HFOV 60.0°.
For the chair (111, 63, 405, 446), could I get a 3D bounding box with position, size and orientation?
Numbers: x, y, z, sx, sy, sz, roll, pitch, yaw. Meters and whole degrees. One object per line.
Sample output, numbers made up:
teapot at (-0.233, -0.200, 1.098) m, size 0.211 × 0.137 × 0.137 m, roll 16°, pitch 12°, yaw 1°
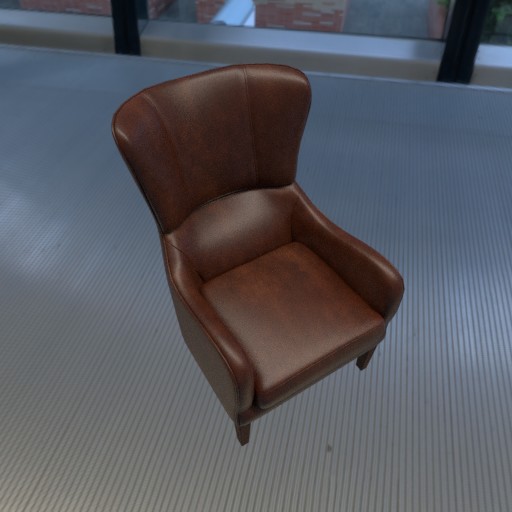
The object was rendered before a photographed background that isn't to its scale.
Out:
chair at (0.000, 0.000, 1.635) m, size 0.692 × 1.048 × 0.914 m, roll -25°, pitch 52°, yaw -21°
